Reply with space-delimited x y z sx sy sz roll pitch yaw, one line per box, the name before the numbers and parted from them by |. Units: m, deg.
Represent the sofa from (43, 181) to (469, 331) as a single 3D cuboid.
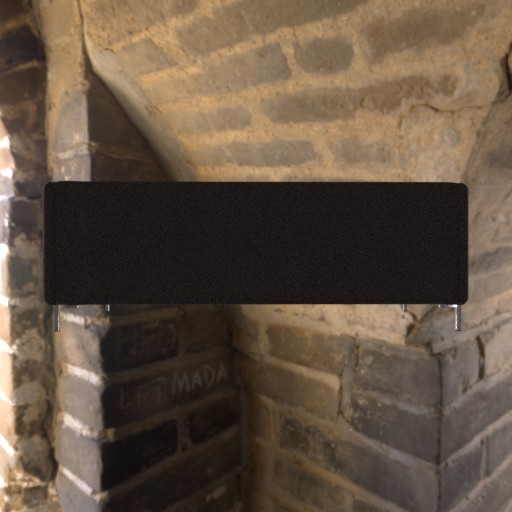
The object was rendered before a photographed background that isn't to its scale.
sofa | 0.000 0.000 2.675 2.209 0.771 0.895 0 0 -1
